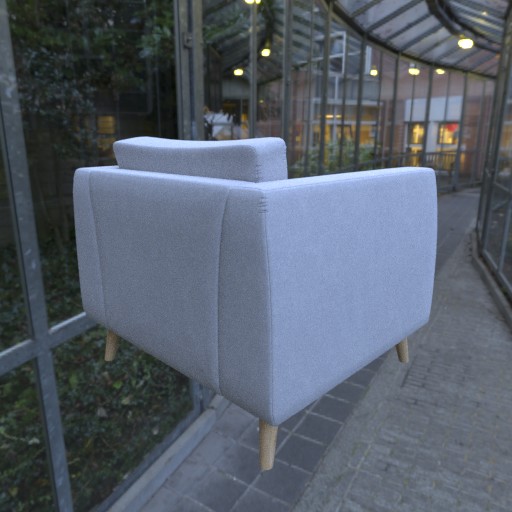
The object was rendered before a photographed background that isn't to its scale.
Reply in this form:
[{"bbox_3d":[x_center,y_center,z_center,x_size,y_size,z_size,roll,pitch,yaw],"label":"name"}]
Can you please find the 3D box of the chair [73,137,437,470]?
[{"bbox_3d":[0.000,0.000,1.655,1.000,0.860,0.930,14,21,42],"label":"chair"}]
